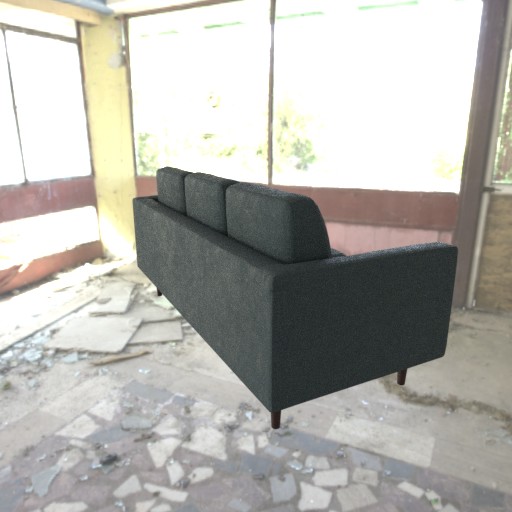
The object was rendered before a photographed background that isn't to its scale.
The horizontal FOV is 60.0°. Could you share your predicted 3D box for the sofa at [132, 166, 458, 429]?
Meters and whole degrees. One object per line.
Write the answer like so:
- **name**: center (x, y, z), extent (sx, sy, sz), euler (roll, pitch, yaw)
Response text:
- **sofa**: center (0.000, 0.000, 2.560), extent (0.935, 0.945, 2.013), euler (-8, 18, -27)
